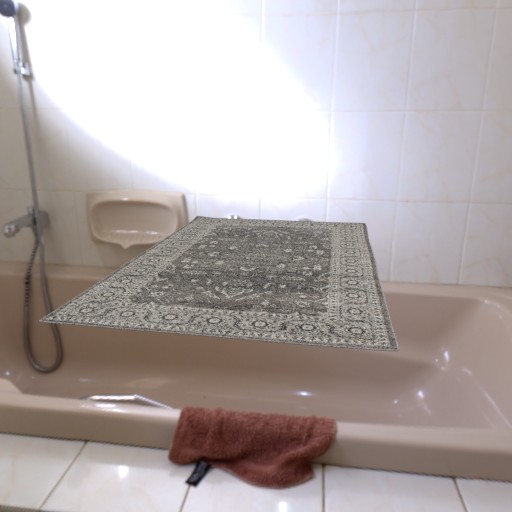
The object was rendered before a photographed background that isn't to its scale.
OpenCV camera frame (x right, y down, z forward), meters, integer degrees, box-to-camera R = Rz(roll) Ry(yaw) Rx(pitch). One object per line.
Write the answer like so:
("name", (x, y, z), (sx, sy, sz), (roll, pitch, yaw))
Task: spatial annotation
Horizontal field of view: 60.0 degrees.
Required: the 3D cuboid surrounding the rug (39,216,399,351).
("rug", (0.000, 0.000, 2.292), (1.209, 0.019, 1.828), (3, 17, 10))
